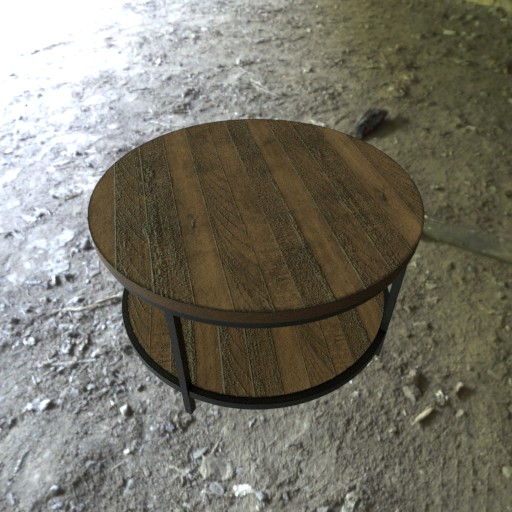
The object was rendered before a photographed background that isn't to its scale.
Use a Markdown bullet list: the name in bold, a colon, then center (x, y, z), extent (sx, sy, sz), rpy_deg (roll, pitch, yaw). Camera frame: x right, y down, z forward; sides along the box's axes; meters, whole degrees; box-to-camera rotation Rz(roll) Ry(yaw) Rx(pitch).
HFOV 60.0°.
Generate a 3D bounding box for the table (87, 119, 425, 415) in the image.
- **table**: center (0.000, 0.000, 1.296), extent (0.837, 0.462, 0.837), rpy_deg (0, 42, 0)
